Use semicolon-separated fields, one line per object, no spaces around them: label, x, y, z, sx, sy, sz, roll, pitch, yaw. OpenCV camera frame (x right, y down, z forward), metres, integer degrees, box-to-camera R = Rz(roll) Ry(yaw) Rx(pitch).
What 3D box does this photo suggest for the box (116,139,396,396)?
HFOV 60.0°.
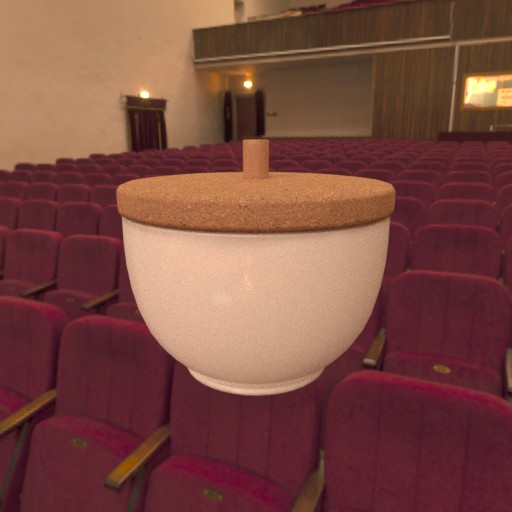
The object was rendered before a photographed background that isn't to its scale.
box;0.000;0.000;0.185;0.107;0.094;0.107;0;14;0
